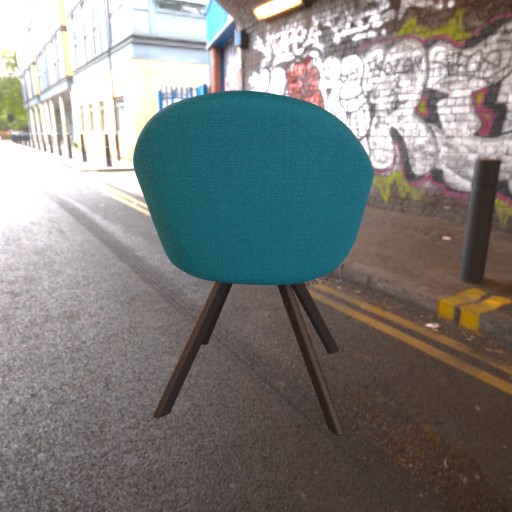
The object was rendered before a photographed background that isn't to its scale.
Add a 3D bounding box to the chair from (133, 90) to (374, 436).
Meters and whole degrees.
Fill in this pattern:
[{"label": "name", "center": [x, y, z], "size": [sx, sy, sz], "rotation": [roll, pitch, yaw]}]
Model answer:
[{"label": "chair", "center": [0.000, 0.000, 1.184], "size": [0.590, 0.795, 0.550], "rotation": [2, 16, 8]}]
